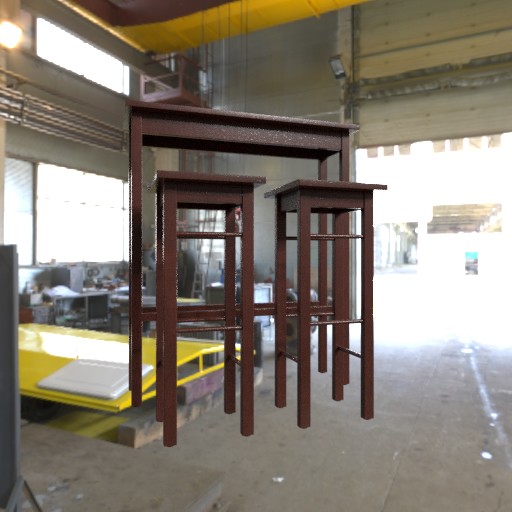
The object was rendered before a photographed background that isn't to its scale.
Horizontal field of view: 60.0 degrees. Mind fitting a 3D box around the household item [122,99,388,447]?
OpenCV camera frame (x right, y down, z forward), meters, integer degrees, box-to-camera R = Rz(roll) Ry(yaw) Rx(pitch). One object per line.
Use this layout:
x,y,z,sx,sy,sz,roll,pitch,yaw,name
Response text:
0.000,0.000,1.624,0.914,1.067,0.676,0,0,-19,household item
